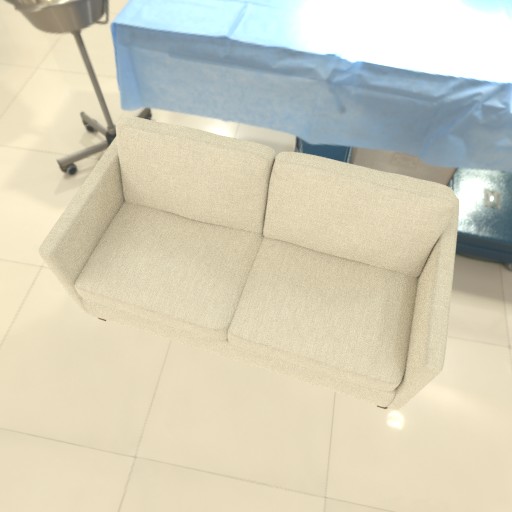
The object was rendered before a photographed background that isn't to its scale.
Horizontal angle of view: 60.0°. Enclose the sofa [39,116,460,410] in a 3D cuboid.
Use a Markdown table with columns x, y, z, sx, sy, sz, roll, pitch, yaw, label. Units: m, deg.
| x | y | z | sx | sy | sz | roll | pitch | yaw | label |
| --- | --- | --- | --- | --- | --- | --- | --- | --- | --- |
| 0.000 | 0.000 | 2.332 | 1.838 | 0.963 | 0.950 | 15 | 59 | 9 | sofa |
